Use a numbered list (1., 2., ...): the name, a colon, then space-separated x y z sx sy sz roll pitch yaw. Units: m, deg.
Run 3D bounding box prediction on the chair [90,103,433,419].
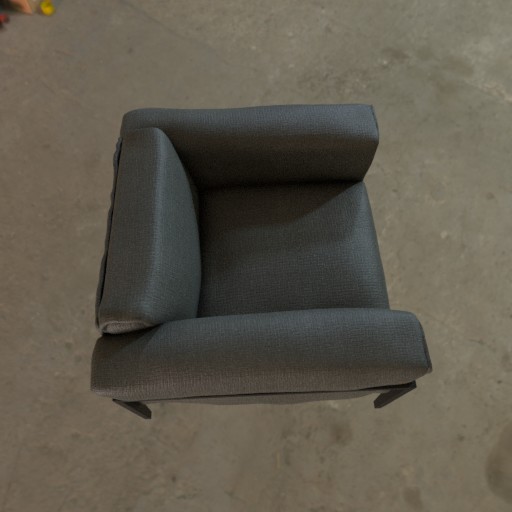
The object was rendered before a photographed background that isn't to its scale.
1. chair: 0.000 0.000 1.643 0.969 0.646 1.056 -2 63 -1
